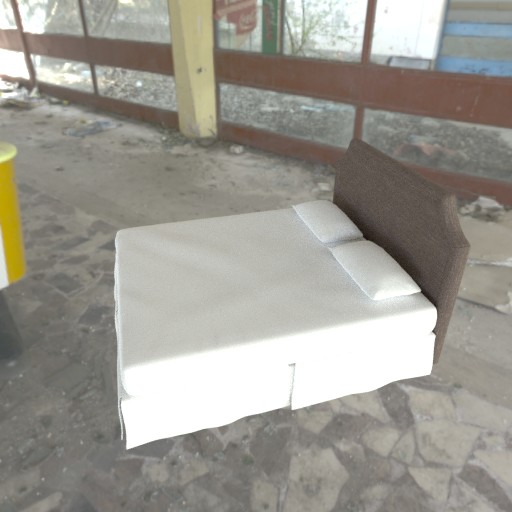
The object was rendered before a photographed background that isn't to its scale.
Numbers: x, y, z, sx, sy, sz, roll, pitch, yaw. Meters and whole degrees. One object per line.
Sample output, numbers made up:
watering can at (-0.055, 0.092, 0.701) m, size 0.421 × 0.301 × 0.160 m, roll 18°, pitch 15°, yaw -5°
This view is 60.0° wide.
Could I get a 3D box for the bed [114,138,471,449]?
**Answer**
bed at (0.000, 0.000, 4.168) m, size 2.773 × 1.590 × 2.350 m, roll -8°, pitch 32°, yaw -14°
